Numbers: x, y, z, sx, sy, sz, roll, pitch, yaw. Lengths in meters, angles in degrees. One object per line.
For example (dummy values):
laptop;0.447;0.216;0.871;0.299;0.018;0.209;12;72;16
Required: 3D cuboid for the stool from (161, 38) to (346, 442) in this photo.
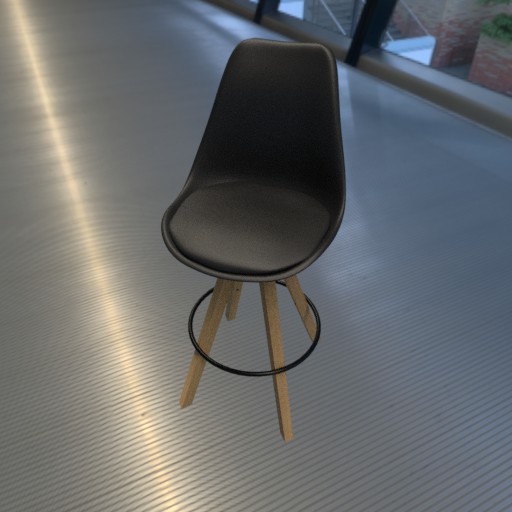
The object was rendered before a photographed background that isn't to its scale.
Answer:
stool;0.000;0.000;1.368;0.485;1.115;0.550;12;41;14
